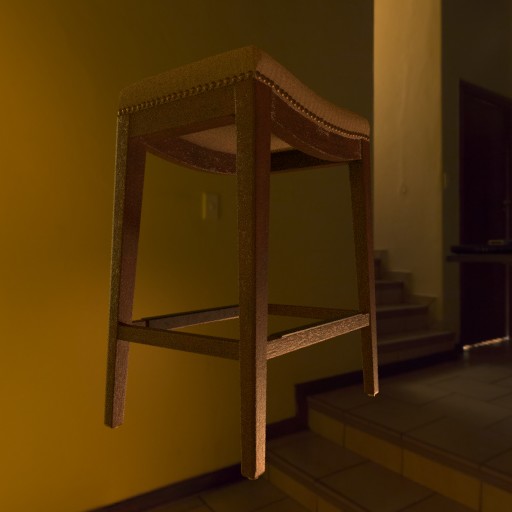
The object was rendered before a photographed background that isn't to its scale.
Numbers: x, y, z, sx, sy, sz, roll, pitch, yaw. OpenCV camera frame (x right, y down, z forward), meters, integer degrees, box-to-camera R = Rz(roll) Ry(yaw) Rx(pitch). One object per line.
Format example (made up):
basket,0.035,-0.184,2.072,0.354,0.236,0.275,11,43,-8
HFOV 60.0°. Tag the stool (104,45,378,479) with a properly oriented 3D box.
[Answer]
stool,0.000,0.000,0.952,0.356,0.660,0.508,0,0,35
